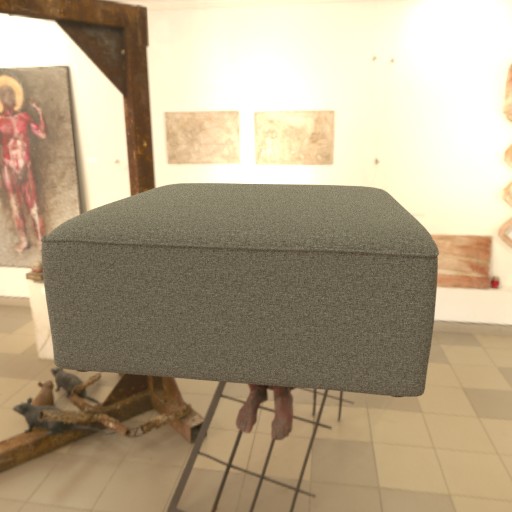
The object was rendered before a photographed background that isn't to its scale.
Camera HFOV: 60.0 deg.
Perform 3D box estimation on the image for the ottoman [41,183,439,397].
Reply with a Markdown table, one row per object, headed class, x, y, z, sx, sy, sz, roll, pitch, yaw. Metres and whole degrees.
| class | x | y | z | sx | sy | sz | roll | pitch | yaw |
| --- | --- | --- | --- | --- | --- | --- | --- | --- | --- |
| ottoman | 0.000 | 0.000 | 1.584 | 1.005 | 0.464 | 1.015 | 2 | 16 | 8 |
